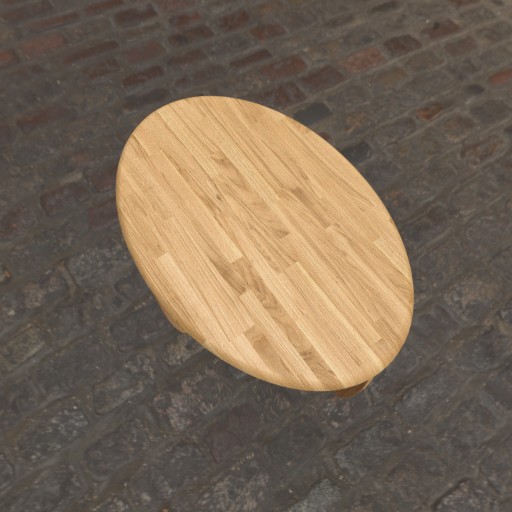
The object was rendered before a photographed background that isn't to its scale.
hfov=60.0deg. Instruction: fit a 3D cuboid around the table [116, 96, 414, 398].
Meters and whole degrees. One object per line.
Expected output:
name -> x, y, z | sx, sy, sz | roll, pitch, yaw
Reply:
table -> 0.000, 0.000, 1.445 | 0.690, 0.490, 1.040 | -32, 68, -15
